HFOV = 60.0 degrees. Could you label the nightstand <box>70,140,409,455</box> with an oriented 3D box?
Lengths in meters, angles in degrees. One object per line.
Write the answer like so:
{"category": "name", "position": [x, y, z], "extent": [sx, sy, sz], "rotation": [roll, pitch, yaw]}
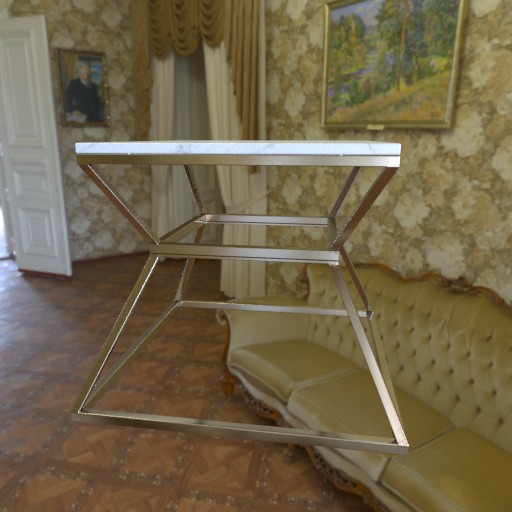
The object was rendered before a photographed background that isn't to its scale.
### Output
{"category": "nightstand", "position": [0.000, 0.000, 0.852], "extent": [0.514, 0.426, 0.513], "rotation": [2, 15, 9]}
